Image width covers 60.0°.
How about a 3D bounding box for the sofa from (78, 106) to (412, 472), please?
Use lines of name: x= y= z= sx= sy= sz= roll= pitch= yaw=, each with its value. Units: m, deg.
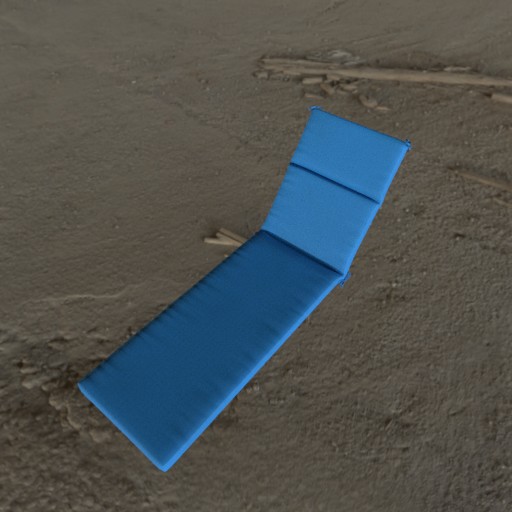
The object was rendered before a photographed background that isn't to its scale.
sofa: x=0.000 y=0.000 z=1.934 sx=0.582 sy=0.622 sz=1.663 roll=31 pitch=54 yaw=26
